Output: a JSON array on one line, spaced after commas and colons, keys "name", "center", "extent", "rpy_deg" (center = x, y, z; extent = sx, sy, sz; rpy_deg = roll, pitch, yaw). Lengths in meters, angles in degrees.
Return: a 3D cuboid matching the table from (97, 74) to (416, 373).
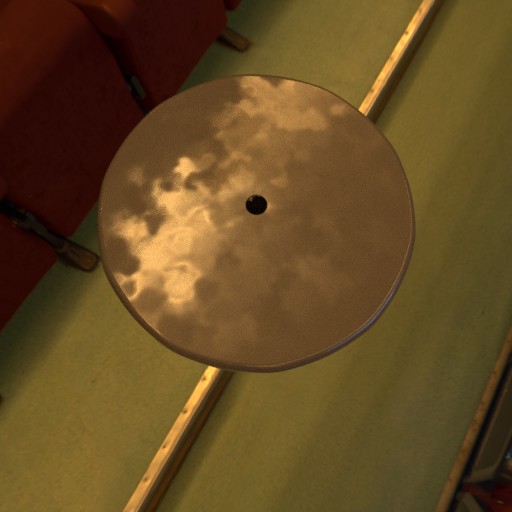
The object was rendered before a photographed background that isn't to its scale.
[{"name": "table", "center": [0.000, 0.000, 0.663], "extent": [0.352, 0.387, 0.352], "rpy_deg": [0, 73, 0]}]
